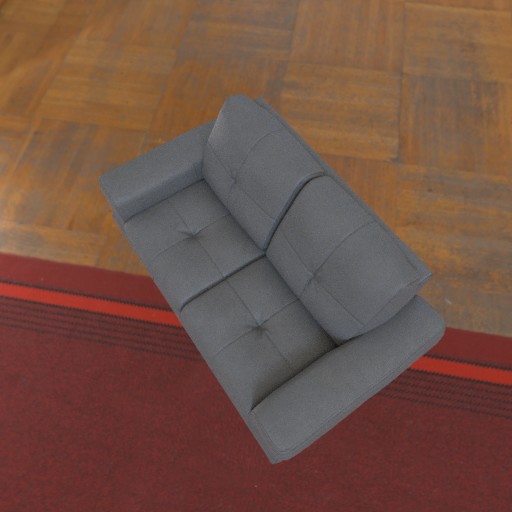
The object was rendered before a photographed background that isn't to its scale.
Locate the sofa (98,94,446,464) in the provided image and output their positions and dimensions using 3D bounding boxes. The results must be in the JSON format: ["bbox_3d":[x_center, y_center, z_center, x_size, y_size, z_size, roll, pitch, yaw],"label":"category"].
[{"bbox_3d":[0.000,0.000,2.372,1.018,0.907,1.806,-32,67,-15],"label":"sofa"}]
